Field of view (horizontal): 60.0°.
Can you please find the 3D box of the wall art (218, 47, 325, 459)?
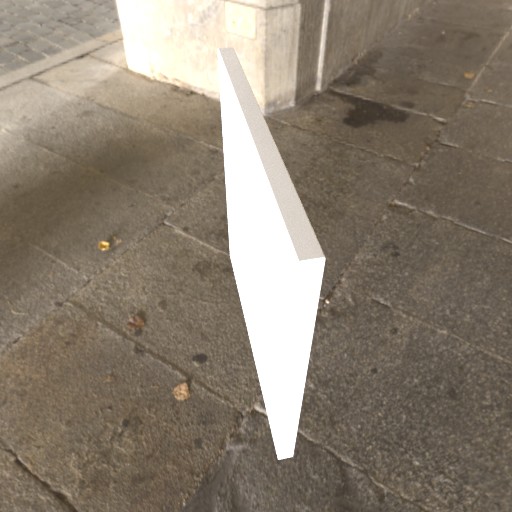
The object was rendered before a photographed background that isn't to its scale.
[{"bbox_3d":[0.000,0.000,1.150,0.040,0.762,0.762,-9,47,-8],"label":"wall art"}]
